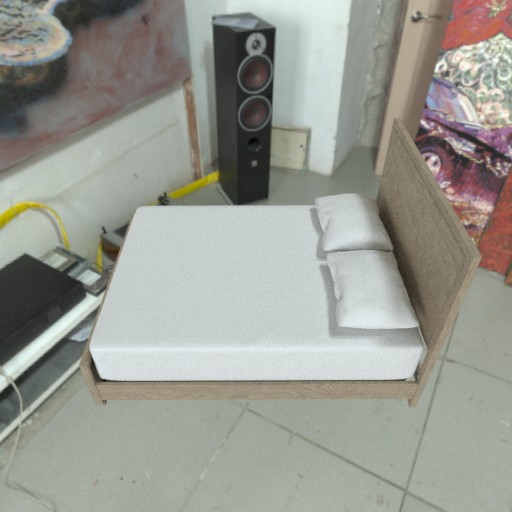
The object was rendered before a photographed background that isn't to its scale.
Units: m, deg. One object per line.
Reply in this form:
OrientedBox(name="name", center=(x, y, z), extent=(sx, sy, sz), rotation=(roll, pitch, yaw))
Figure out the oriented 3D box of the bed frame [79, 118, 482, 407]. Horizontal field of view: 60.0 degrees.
OrientedBox(name="bed frame", center=(0.000, 0.000, 3.204), extent=(2.189, 1.369, 1.606), rotation=(0, 41, 0))
